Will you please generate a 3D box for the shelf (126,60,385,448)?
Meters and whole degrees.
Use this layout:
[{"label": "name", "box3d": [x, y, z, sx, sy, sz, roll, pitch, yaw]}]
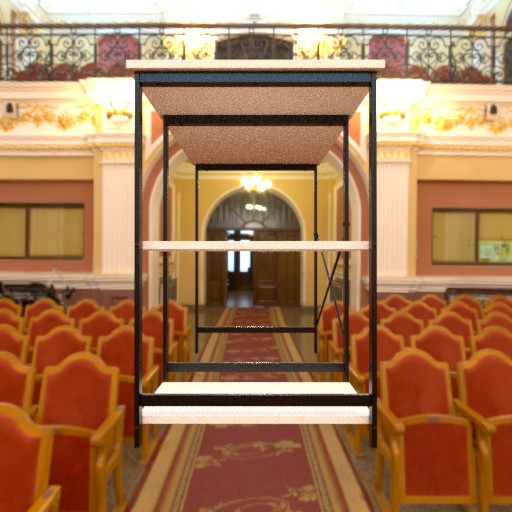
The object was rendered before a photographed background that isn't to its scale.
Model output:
[{"label": "shelf", "box3d": [0.000, 0.000, 1.300, 0.498, 0.750, 0.902, 0, 0, 0]}]
